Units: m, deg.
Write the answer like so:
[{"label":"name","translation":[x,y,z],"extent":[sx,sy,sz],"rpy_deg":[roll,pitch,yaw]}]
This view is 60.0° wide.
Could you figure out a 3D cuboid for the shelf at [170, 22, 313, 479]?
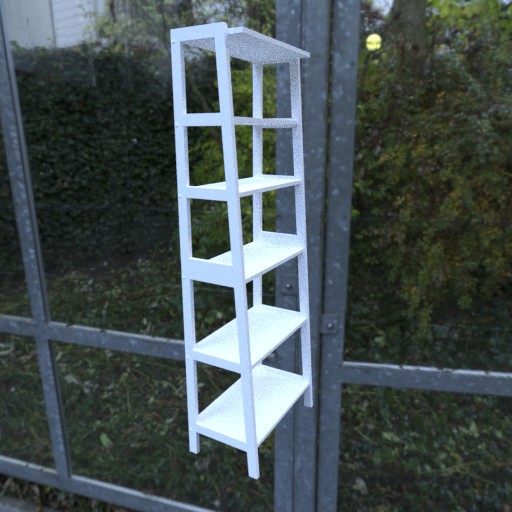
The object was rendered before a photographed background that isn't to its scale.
[{"label":"shelf","translation":[0.000,0.000,2.122],"extent":[0.381,1.892,0.660],"rpy_deg":[9,17,28]}]
